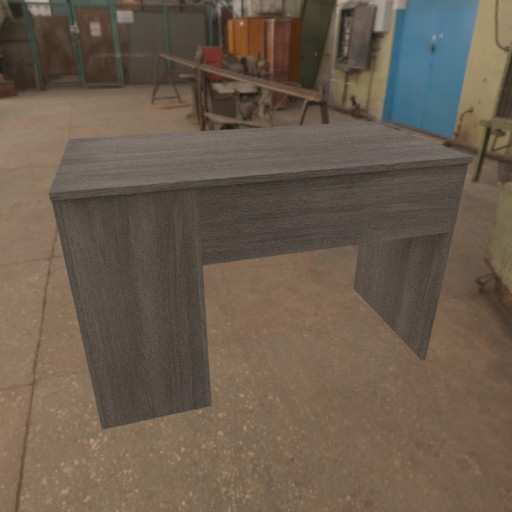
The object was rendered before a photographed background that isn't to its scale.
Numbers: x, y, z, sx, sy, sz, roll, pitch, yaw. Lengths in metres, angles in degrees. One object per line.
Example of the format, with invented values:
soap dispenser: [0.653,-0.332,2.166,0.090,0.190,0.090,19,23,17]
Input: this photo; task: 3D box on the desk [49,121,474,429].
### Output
desk: [0.000,0.000,1.498,1.097,0.735,0.560,-8,28,-15]
